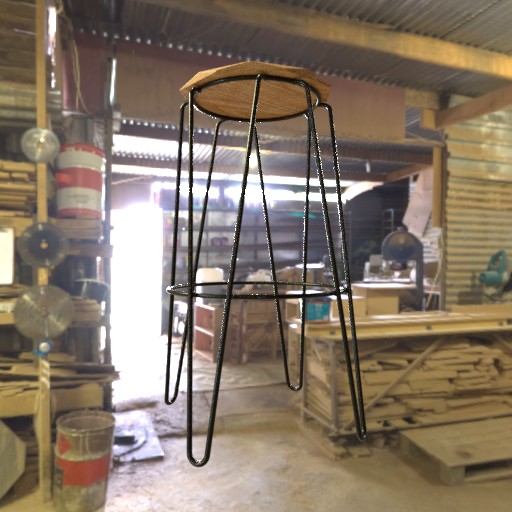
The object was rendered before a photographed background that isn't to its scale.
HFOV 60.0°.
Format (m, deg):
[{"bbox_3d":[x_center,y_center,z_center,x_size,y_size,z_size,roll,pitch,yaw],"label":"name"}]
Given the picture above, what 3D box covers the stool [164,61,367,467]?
[{"bbox_3d":[0.000,0.000,0.821,0.326,0.610,0.326,0,0,-18],"label":"stool"}]
